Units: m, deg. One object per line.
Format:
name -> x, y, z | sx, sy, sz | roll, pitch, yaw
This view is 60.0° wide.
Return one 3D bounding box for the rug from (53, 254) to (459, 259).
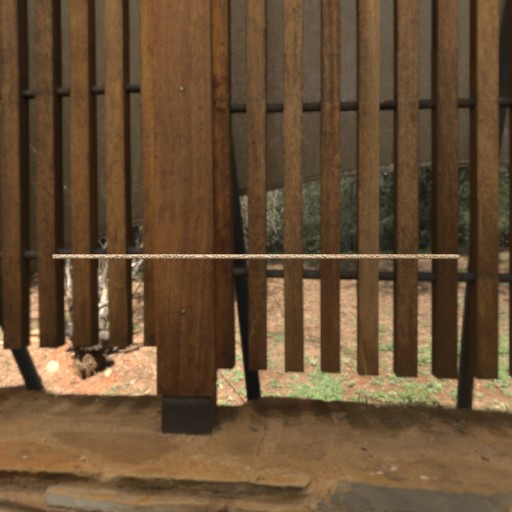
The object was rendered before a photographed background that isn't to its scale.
rug -> 0.000, 0.000, 4.111 | 2.400, 0.025, 3.000 | 0, 0, 0
